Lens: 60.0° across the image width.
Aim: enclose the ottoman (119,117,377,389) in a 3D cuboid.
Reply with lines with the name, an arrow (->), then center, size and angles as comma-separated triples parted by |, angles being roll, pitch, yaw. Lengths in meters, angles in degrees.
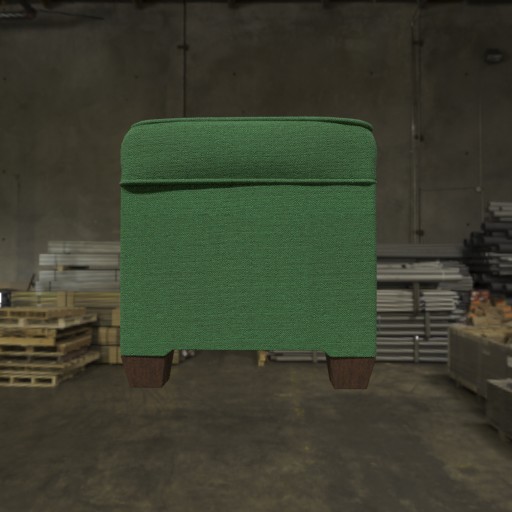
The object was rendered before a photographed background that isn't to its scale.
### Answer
ottoman -> 0.000, 0.000, 1.208 | 0.483, 0.471, 0.957 | 0, -1, 2
